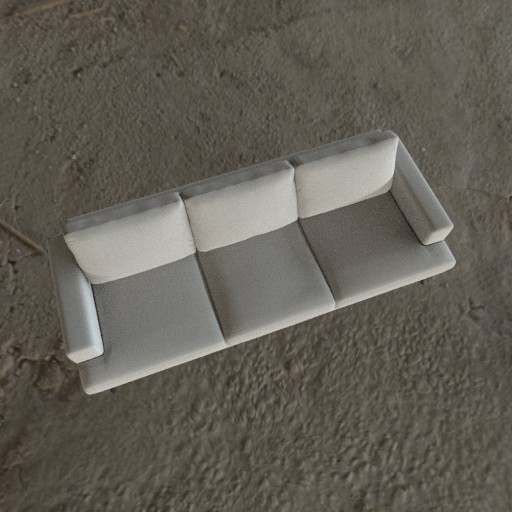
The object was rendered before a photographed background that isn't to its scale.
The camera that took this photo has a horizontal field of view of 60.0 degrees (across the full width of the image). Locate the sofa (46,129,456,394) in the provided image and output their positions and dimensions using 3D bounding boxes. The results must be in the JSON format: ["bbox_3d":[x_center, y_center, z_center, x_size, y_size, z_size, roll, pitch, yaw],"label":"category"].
[{"bbox_3d":[0.000,0.000,2.721,2.310,0.810,0.920,-18,66,-8],"label":"sofa"}]
